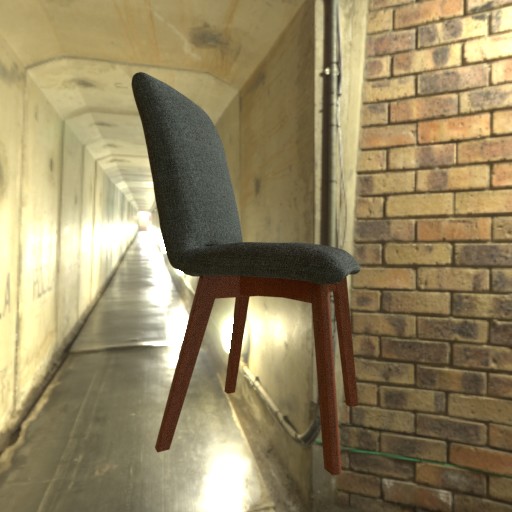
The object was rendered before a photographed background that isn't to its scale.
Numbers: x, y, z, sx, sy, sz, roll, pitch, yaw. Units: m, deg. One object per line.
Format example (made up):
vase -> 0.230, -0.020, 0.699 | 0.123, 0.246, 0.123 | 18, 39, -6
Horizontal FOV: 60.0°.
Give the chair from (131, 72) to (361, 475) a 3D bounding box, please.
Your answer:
chair -> 0.000, 0.000, 1.290 | 0.563, 0.974, 0.522 | 0, 1, 18
